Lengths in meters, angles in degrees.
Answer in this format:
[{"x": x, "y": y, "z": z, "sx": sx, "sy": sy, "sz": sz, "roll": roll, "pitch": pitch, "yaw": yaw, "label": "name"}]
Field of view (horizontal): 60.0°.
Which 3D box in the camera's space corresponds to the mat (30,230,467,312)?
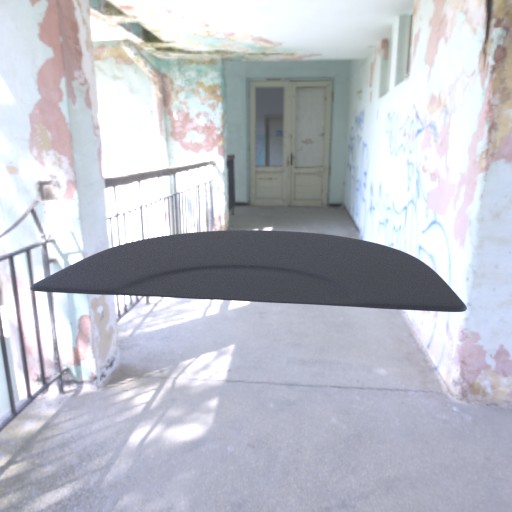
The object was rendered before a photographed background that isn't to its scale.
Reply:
[{"x": 0.000, "y": 0.000, "z": 1.630, "sx": 1.220, "sy": 0.016, "sz": 0.917, "roll": 2, "pitch": 15, "yaw": 8, "label": "mat"}]
